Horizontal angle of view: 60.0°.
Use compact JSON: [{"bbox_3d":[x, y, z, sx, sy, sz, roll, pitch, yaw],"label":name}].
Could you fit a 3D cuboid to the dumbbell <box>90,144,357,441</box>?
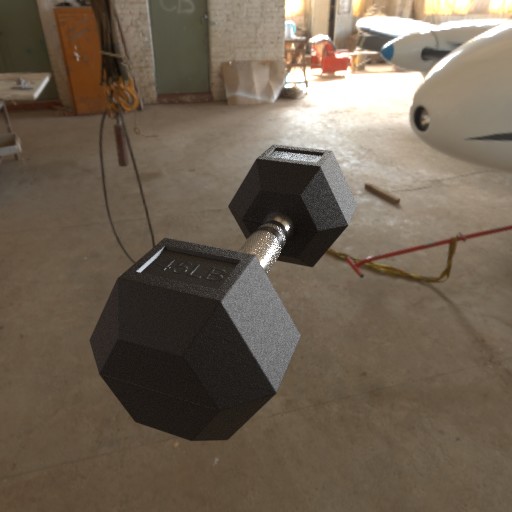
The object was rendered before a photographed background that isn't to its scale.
[{"bbox_3d":[0.000,0.000,0.420,0.141,0.123,0.356,11,32,17],"label":"dumbbell"}]
